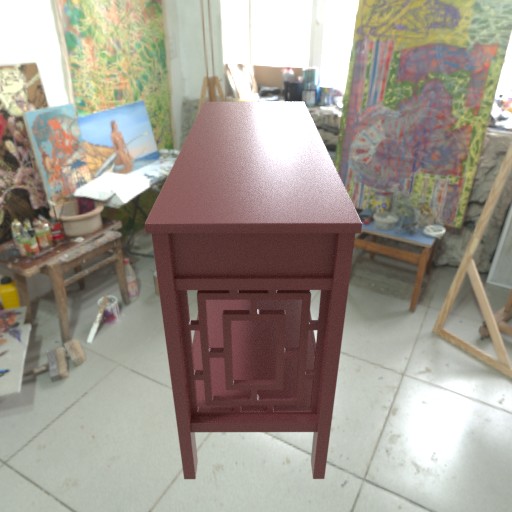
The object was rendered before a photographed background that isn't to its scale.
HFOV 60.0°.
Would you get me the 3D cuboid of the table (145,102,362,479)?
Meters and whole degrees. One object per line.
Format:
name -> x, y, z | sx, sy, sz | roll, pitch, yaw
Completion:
table -> 0.000, 0.000, 1.434 | 0.397, 0.753, 1.068 | 0, 30, 0
